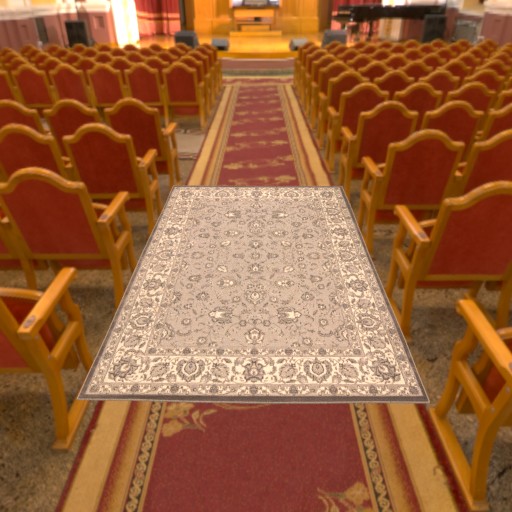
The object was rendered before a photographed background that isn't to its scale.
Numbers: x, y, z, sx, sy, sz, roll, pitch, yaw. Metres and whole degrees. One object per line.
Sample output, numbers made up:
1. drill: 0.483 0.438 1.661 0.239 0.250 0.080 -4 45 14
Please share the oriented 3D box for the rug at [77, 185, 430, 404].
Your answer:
1. rug: 0.000 0.000 2.935 1.524 0.011 2.438 0 31 1
